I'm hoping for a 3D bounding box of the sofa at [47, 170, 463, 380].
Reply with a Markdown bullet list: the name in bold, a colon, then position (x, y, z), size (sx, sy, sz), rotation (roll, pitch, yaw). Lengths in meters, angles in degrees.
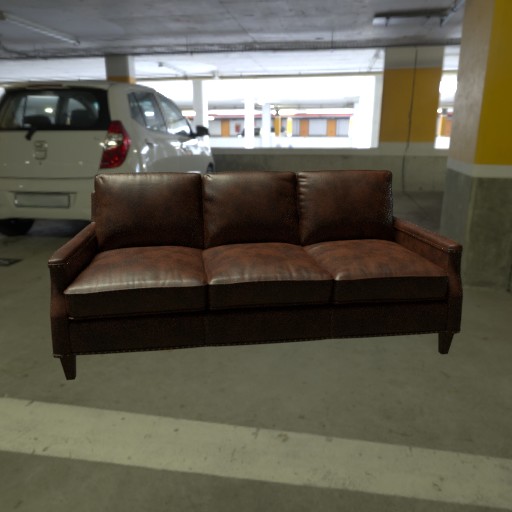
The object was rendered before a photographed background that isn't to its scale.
- **sofa**: position (0.000, 0.000, 2.800), size (2.240, 1.003, 1.084), rotation (-2, 16, -7)
